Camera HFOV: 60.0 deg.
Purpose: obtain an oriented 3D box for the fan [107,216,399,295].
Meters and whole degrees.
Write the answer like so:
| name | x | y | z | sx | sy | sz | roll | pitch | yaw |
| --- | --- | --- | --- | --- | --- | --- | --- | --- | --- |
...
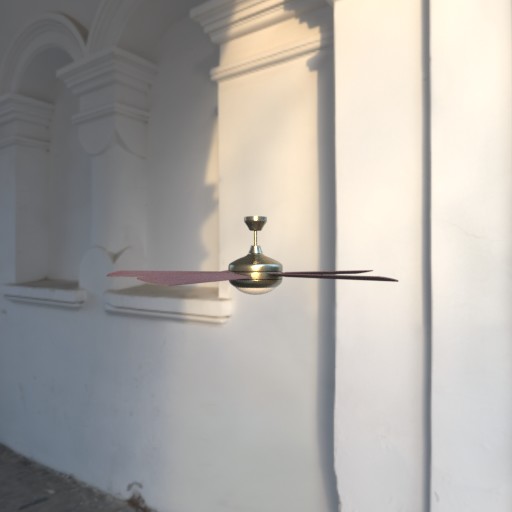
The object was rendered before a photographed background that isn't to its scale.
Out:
| name | x | y | z | sx | sy | sz | roll | pitch | yaw |
| --- | --- | --- | --- | --- | --- | --- | --- | --- | --- |
| fan | 0.000 | 0.000 | 2.029 | 1.321 | 0.356 | 1.321 | 0 | 0 | -37 |
